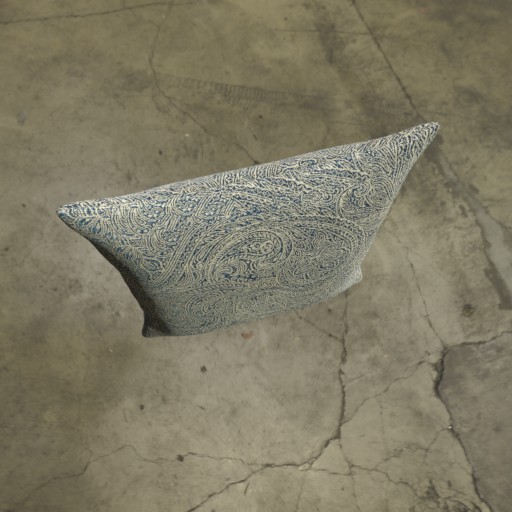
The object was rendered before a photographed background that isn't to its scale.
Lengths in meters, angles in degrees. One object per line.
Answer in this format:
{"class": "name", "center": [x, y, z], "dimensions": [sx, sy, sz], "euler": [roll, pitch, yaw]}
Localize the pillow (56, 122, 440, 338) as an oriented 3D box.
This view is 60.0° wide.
{"class": "pillow", "center": [0.000, 0.000, 0.796], "dimensions": [0.523, 0.510, 0.166], "euler": [-14, 65, -7]}
